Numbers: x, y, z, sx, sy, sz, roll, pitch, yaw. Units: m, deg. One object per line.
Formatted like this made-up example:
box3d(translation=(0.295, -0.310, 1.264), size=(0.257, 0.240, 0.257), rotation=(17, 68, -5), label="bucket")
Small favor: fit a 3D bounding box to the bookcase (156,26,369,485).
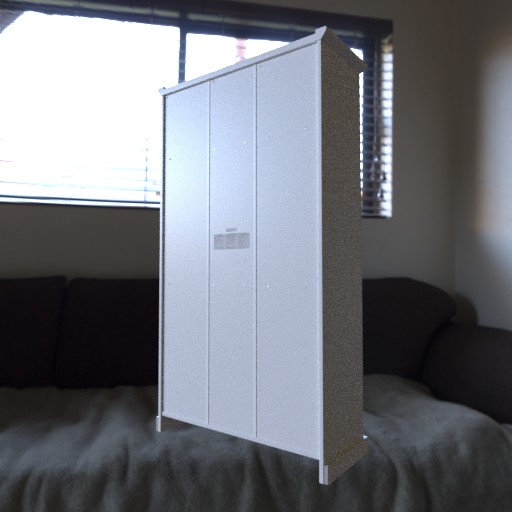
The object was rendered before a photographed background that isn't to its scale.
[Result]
box3d(translation=(0.000, 0.000, 2.291), size=(1.050, 1.880, 0.432), rotation=(-2, -3, 37), label="bookcase")
